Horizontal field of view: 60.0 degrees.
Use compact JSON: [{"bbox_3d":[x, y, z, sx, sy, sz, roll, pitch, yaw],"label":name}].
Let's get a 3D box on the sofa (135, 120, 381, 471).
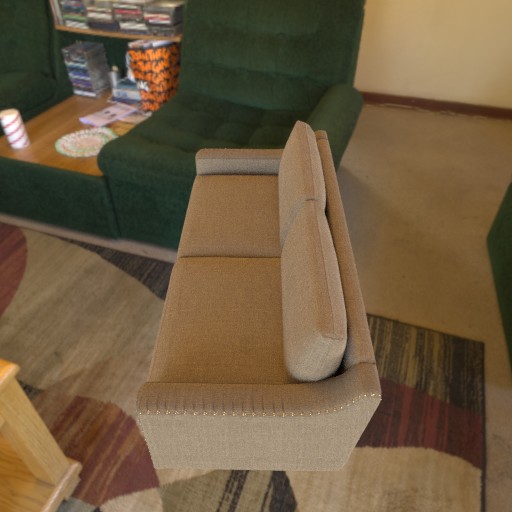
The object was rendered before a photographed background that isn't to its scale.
[{"bbox_3d":[0.000,0.000,2.670,1.000,0.857,2.208,1,42,1],"label":"sofa"}]
